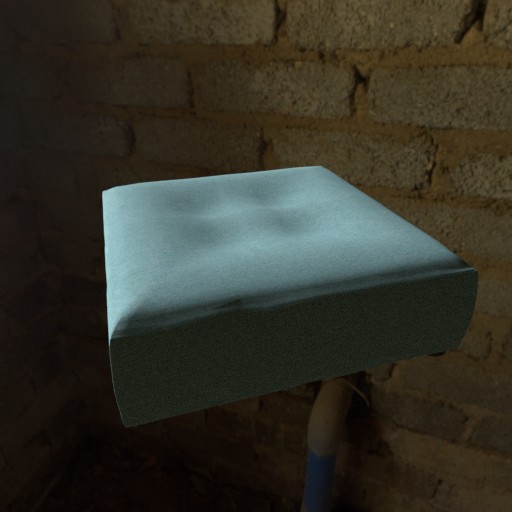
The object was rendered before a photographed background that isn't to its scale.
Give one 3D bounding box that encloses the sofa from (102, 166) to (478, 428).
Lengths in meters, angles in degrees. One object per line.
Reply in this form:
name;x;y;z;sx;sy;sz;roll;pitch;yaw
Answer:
sofa;0.000;0.000;1.451;0.930;0.330;0.930;-9;30;-16
